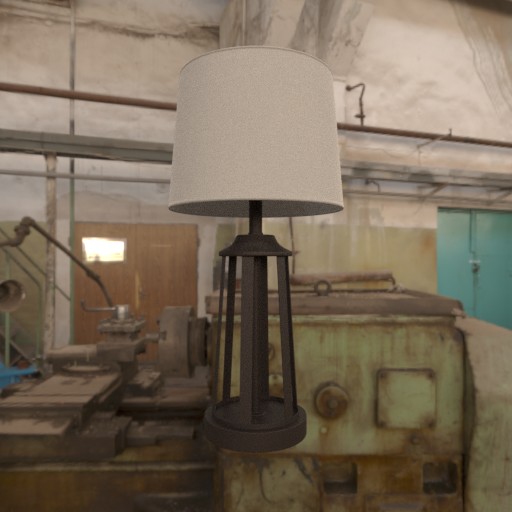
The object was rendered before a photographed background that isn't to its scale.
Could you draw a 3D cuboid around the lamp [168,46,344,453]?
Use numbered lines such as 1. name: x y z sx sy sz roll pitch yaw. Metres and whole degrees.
1. lamp: 0.000 0.000 0.646 0.251 0.509 0.251 0 0 0
